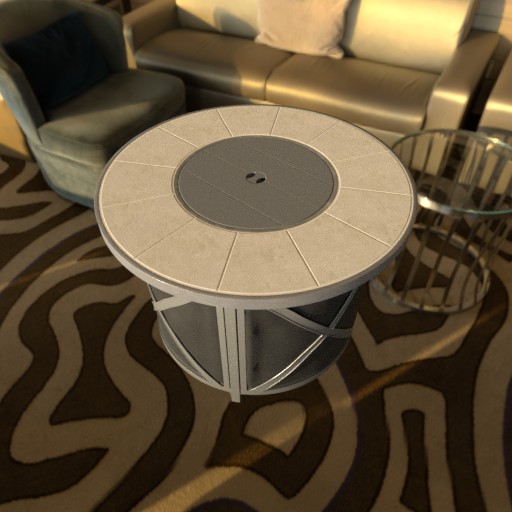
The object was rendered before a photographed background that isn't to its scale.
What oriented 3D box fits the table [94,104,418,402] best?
[{"bbox_3d":[0.000,0.000,1.523,0.914,0.650,0.914,0,45,0],"label":"table"}]
